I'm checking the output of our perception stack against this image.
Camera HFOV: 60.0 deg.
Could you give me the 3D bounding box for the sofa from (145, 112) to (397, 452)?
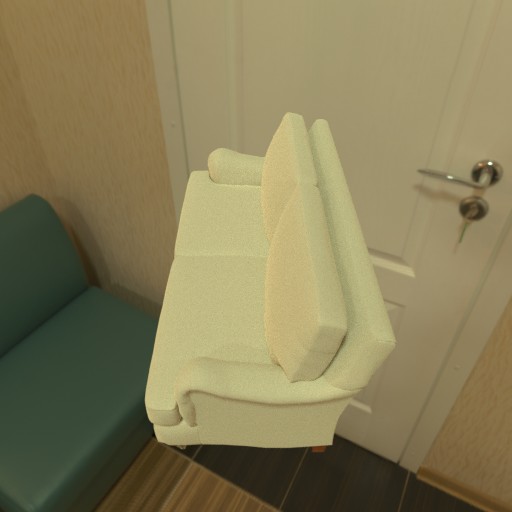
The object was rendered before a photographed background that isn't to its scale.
[{"bbox_3d":[0.000,0.000,2.795,1.086,1.087,2.159,0,41,0],"label":"sofa"}]
